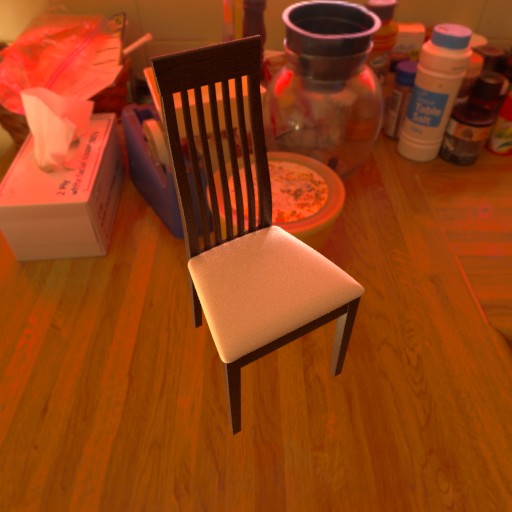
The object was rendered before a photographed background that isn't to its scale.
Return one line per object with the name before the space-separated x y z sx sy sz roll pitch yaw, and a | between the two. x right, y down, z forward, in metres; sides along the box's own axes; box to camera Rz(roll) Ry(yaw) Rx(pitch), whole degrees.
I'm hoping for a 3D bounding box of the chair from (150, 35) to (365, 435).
chair | 0.000 0.000 1.286 0.460 1.027 0.474 -23 49 -21
